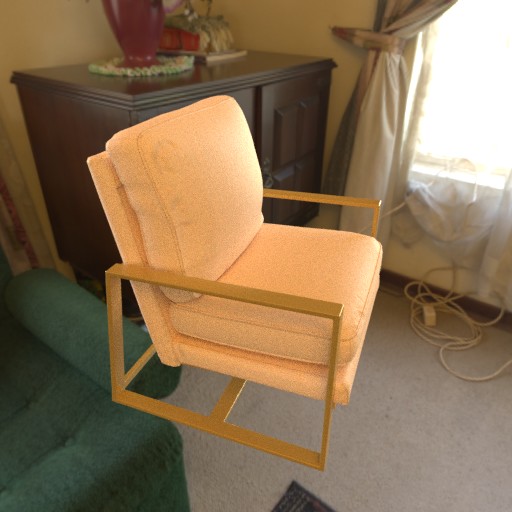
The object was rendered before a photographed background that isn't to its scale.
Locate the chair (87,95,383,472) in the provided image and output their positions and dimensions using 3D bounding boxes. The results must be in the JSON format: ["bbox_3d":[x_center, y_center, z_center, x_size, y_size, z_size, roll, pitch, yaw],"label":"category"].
[{"bbox_3d":[0.000,0.000,1.524,0.813,0.956,0.758,11,32,18],"label":"chair"}]
